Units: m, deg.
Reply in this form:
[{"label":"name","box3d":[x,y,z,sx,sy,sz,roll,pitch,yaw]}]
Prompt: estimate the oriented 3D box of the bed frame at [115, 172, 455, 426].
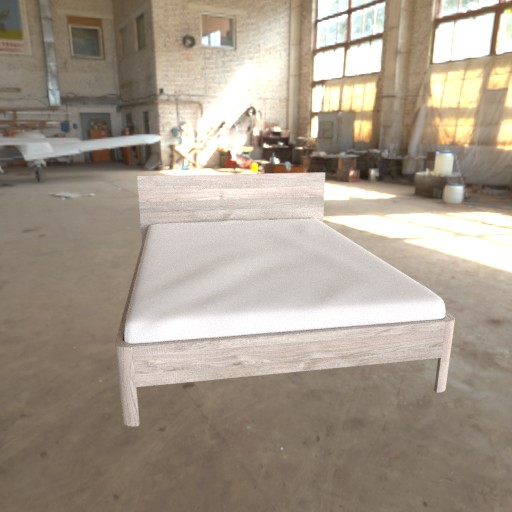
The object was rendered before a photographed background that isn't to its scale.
[{"label":"bed frame","box3d":[0.000,0.000,2.700,1.490,0.800,1.950,-3,16,-10]}]
